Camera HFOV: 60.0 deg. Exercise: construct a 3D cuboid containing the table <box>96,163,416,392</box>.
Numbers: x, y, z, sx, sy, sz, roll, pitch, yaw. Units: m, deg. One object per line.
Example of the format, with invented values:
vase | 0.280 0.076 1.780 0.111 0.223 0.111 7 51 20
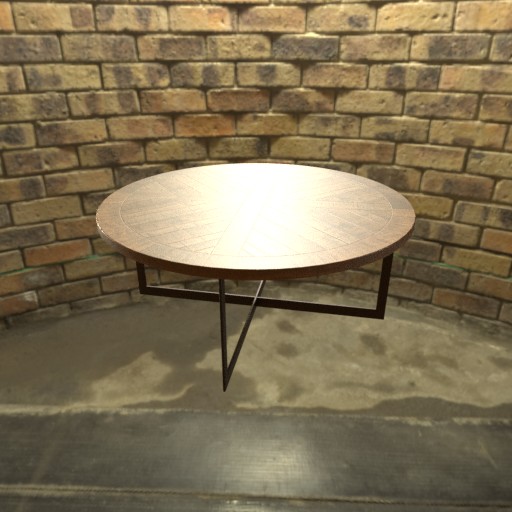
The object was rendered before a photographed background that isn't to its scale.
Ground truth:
table | 0.000 0.000 1.951 1.264 0.516 1.264 0 25 0
